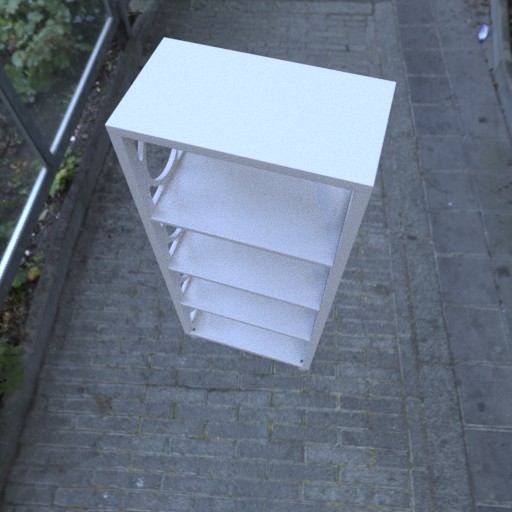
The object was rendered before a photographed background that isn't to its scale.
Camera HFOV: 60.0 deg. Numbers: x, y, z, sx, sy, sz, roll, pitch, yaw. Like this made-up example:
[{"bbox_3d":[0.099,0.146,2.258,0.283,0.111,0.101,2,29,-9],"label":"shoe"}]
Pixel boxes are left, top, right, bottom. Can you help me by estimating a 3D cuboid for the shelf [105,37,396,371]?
[{"bbox_3d":[0.000,0.000,1.644,0.611,1.411,0.340,15,60,9],"label":"shelf"}]
